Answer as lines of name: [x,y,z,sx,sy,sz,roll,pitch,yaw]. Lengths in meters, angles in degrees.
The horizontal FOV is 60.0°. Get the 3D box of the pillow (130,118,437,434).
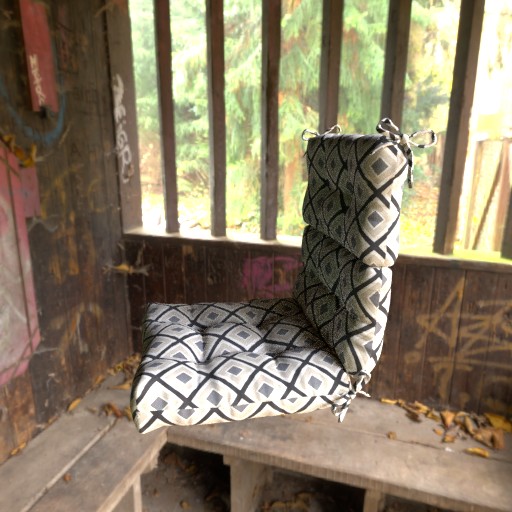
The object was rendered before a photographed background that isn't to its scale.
pillow: [0.000,0.000,1.034,0.571,0.605,0.519,-3,16,-10]
